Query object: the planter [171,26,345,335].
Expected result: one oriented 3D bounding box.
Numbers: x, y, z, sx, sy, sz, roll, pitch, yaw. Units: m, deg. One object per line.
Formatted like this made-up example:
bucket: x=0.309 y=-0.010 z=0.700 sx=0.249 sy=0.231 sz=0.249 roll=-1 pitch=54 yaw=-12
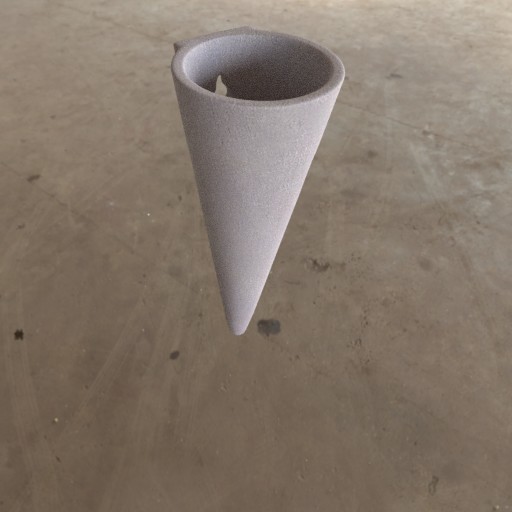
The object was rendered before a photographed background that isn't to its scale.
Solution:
planter: x=0.000 y=0.000 z=0.298 sx=0.078 sy=0.259 sz=0.087 roll=-24 pitch=51 yaw=-21
